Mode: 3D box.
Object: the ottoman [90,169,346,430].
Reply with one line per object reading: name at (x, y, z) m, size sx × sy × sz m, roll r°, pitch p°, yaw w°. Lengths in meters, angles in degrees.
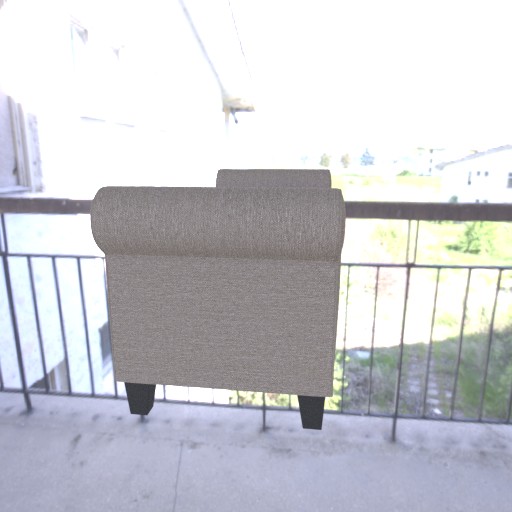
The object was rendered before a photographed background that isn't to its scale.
ottoman at (0.000, 0.000, 1.511) m, size 0.521 × 0.547 × 1.256 m, roll 2°, pitch 13°, yaw 8°
